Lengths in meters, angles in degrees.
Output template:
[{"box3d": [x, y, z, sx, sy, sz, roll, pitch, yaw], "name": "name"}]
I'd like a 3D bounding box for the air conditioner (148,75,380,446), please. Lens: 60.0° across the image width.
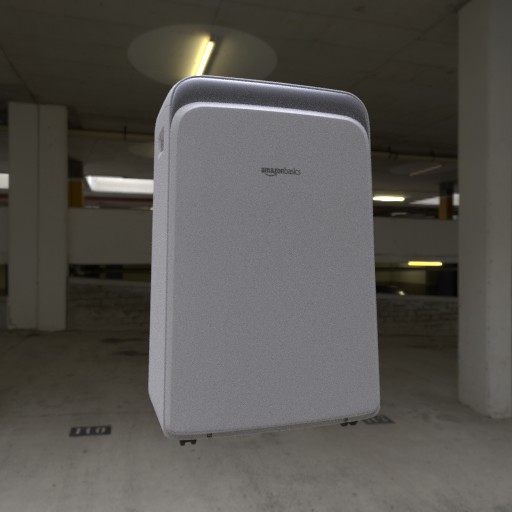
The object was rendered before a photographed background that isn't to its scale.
[{"box3d": [0.000, 0.000, 0.976, 0.454, 0.700, 0.365, 0, 0, -16], "name": "air conditioner"}]
